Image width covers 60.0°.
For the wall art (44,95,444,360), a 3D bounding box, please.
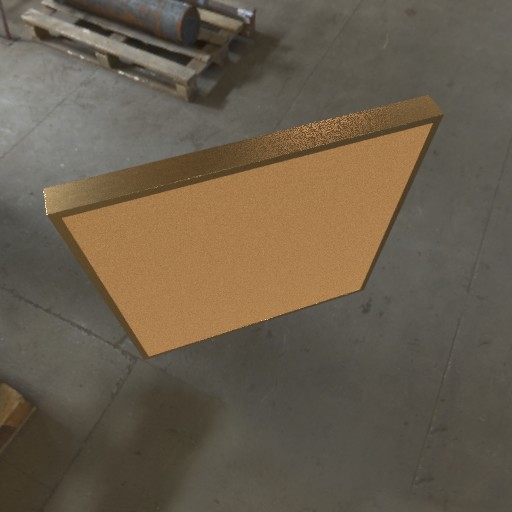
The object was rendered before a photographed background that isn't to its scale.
[{"bbox_3d":[0.000,0.000,0.766,0.509,0.509,0.040,-16,60,-10],"label":"wall art"}]
